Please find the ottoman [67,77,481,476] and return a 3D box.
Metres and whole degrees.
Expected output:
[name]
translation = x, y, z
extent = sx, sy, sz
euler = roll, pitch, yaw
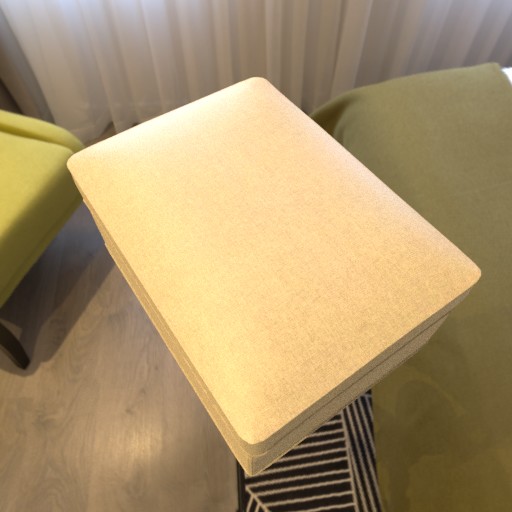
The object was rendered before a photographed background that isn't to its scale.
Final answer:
[ottoman]
translation = 0.000, 0.000, 1.189
extent = 0.619, 0.504, 0.843
euler = -30, 62, -18
